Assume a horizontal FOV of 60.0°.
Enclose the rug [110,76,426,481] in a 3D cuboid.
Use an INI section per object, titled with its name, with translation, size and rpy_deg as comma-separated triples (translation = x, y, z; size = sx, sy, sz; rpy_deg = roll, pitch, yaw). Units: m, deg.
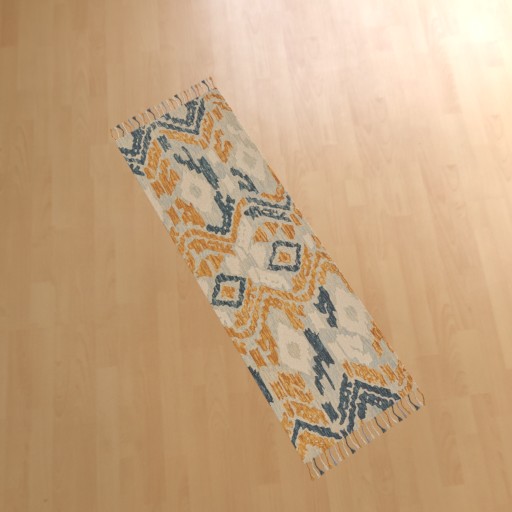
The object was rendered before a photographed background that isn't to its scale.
[rug]
translation = 0.000, 0.000, 2.665
size = 0.783, 0.010, 2.437
rpy_deg = -31, 78, -7
